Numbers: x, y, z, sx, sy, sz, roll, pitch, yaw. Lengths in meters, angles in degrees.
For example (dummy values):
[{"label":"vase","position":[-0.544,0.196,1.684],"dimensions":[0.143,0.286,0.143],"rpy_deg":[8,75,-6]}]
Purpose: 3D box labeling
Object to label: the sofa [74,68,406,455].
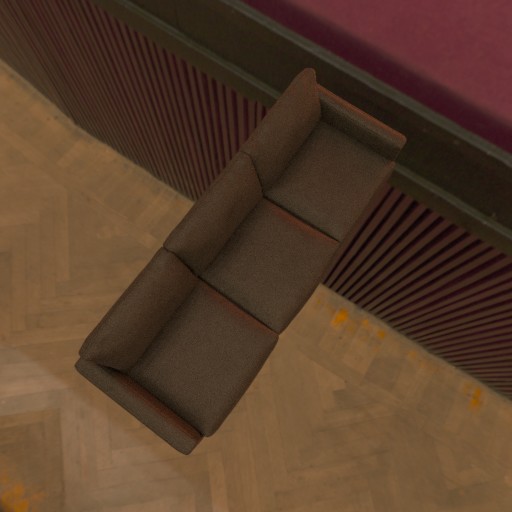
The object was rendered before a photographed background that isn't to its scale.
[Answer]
[{"label":"sofa","position":[0.000,0.000,2.450],"dimensions":[0.748,0.805,2.029],"rpy_deg":[34,77,9]}]
